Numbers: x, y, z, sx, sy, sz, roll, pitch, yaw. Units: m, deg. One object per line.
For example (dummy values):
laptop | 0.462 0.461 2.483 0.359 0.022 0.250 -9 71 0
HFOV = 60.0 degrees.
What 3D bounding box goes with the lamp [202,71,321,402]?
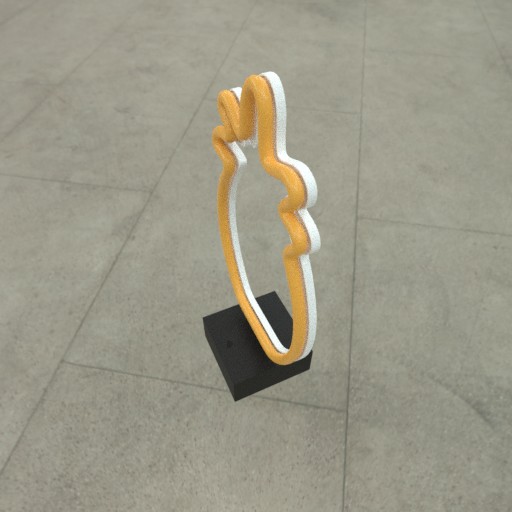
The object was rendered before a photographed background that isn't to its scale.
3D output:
lamp | 0.000 0.000 0.381 0.088 0.317 0.167 -19 50 -17
